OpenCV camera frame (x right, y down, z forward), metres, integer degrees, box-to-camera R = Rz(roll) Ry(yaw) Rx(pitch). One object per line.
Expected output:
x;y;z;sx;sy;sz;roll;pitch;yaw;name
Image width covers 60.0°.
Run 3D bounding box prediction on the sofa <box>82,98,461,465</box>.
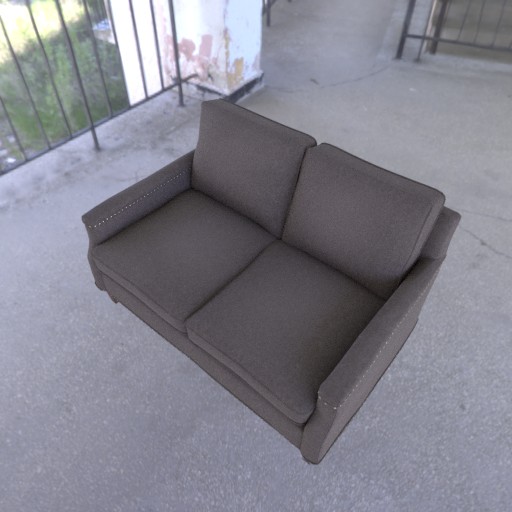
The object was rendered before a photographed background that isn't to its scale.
0.000;0.000;2.273;1.597;1.003;1.084;32;54;26;sofa
